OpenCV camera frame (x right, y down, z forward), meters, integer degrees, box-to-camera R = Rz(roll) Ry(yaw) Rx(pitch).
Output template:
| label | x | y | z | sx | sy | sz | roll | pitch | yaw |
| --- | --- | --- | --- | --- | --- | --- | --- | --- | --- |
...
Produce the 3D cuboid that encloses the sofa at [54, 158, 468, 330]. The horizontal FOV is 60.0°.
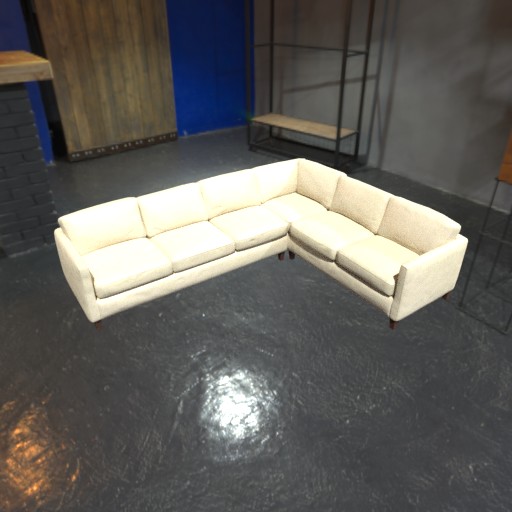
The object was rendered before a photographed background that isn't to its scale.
| label | x | y | z | sx | sy | sz | roll | pitch | yaw |
| --- | --- | --- | --- | --- | --- | --- | --- | --- | --- |
| sofa | 0.000 | 0.000 | 4.510 | 3.302 | 0.947 | 2.593 | -20 | 36 | -29 |
